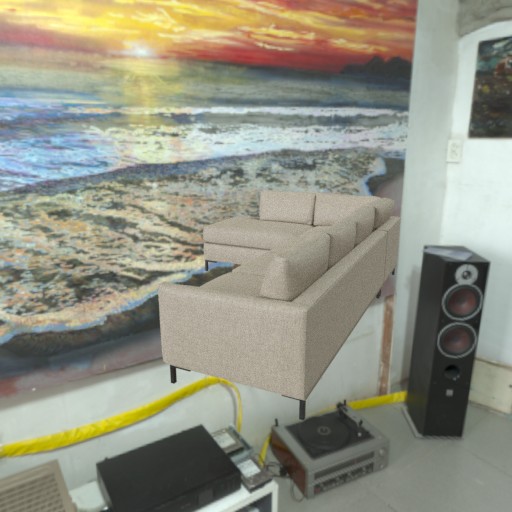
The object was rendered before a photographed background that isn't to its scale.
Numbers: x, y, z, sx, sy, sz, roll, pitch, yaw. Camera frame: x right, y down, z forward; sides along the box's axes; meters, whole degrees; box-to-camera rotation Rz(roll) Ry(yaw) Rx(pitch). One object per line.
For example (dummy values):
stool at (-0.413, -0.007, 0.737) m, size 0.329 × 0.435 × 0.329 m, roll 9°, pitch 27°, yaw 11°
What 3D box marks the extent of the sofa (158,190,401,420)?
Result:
sofa at (0.000, 0.000, 3.144) m, size 1.617 × 0.703 × 2.423 m, roll 7°, pitch 16°, yaw 25°
